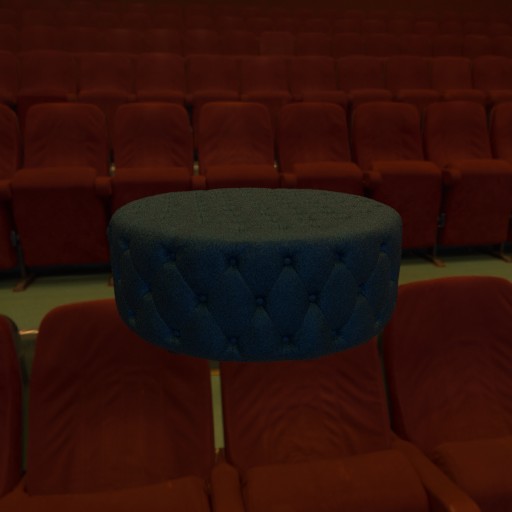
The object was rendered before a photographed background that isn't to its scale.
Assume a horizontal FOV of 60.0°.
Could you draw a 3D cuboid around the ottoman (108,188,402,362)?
[{"bbox_3d":[0.000,0.000,1.581,0.998,0.398,0.998,0,16,0],"label":"ottoman"}]
